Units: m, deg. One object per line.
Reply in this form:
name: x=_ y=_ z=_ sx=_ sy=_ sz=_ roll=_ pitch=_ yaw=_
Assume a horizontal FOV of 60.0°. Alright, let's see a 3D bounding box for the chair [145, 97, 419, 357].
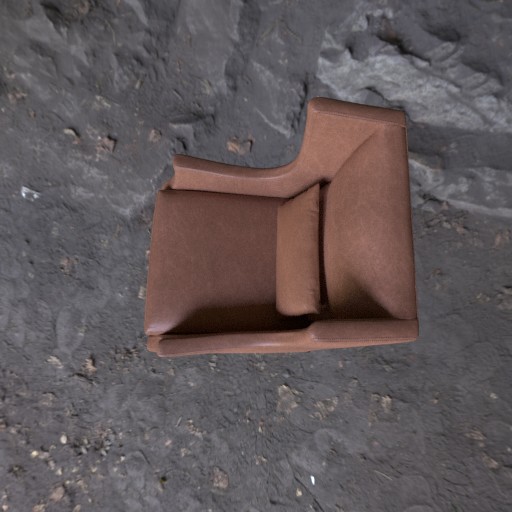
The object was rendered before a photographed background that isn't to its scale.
chair: x=0.000 y=0.000 z=1.777 sx=0.913 sy=1.088 sz=0.815 roll=2 pitch=75 yaw=0
